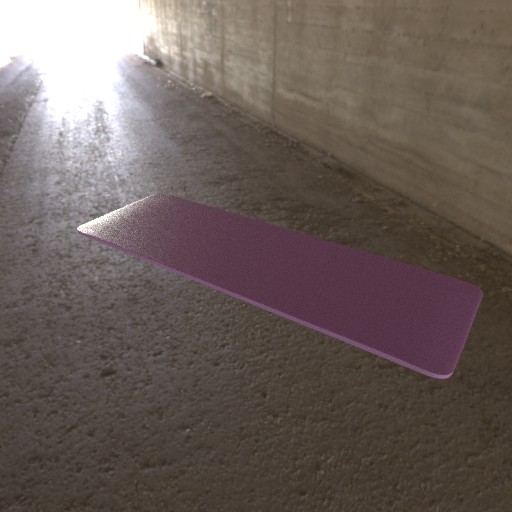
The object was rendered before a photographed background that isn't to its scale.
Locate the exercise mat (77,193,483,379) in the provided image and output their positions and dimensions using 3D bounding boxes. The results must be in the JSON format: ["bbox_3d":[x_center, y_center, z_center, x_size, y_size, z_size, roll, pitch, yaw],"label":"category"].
[{"bbox_3d":[0.000,0.000,2.051,1.869,0.021,0.616,19,35,29],"label":"exercise mat"}]
